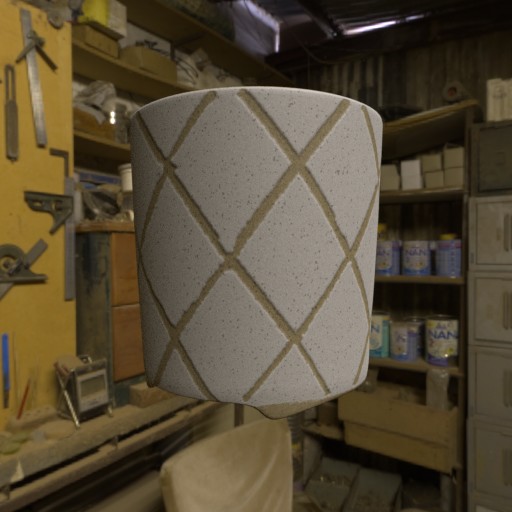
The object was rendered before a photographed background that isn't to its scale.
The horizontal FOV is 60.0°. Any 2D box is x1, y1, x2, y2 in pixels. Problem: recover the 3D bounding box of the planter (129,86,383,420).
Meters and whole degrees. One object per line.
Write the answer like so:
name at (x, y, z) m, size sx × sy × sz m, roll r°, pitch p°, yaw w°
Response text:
planter at (0.000, 0.000, 0.416) m, size 0.228 × 0.235 × 0.228 m, roll 0°, pitch 1°, yaw 0°
